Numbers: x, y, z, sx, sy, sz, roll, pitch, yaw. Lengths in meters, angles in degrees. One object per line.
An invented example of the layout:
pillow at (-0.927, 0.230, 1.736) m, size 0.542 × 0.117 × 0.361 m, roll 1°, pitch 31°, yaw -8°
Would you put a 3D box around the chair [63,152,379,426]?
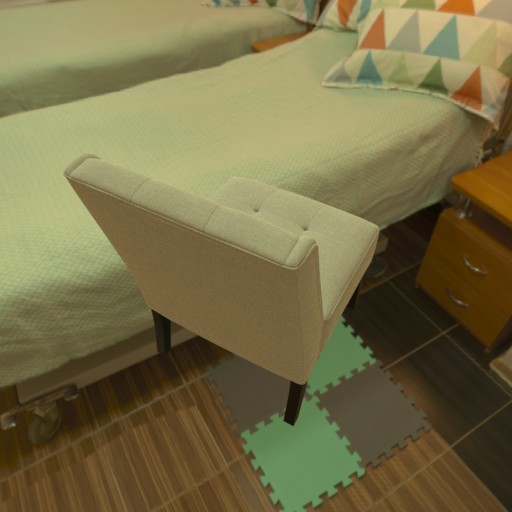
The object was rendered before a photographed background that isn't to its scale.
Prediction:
chair at (0.000, 0.000, 1.320) m, size 0.569 × 0.853 × 0.676 m, roll 23°, pitch 50°, yaw 20°
